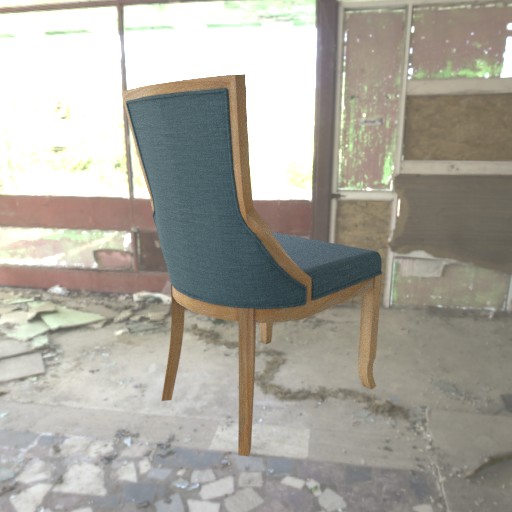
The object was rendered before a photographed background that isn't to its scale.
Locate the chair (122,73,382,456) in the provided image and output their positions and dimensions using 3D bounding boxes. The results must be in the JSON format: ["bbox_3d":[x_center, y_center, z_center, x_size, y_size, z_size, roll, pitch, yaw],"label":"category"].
[{"bbox_3d":[0.000,0.000,1.359,0.524,0.947,0.641,14,20,43],"label":"chair"}]
